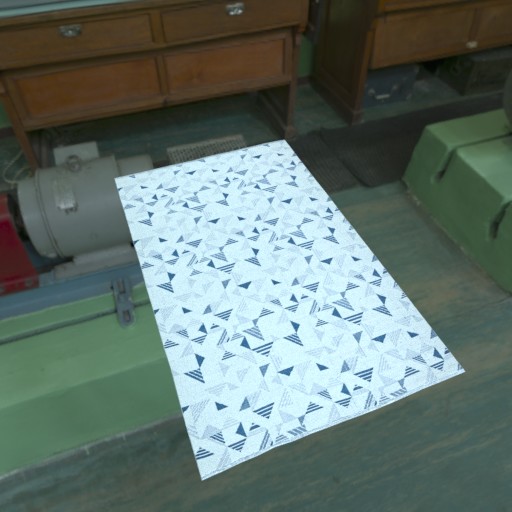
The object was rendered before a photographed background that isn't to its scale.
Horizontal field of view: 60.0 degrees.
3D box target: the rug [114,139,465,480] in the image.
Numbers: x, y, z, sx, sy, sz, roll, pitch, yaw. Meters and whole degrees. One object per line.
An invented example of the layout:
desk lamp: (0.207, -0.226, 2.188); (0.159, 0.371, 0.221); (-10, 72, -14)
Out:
rug: (0.000, 0.000, 3.021); (1.512, 0.009, 2.457); (-16, 50, -14)
